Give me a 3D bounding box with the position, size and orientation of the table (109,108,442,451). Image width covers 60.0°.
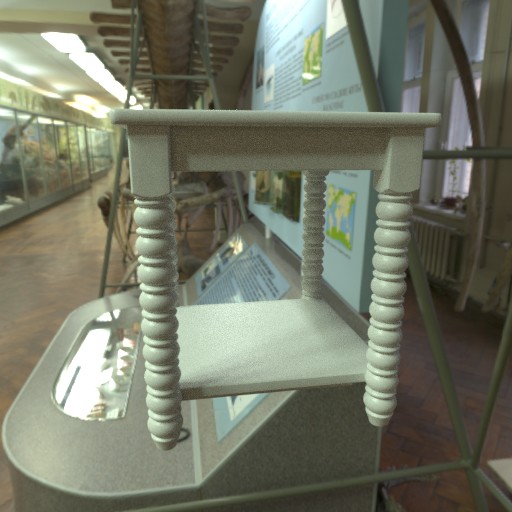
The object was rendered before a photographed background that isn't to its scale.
[{"bbox_3d":[0.000,0.000,0.965,0.500,0.563,0.533,-2,14,-10],"label":"table"}]
